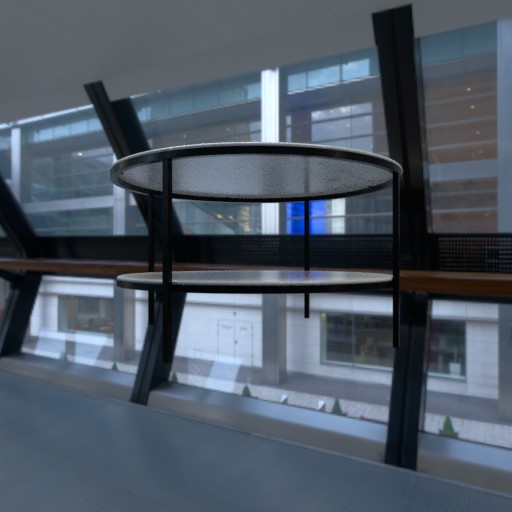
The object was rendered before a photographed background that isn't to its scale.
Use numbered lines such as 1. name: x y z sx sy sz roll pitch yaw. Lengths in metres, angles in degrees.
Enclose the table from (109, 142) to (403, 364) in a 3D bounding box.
1. table: 0.000 0.000 1.273 0.800 0.450 0.800 0 0 0
